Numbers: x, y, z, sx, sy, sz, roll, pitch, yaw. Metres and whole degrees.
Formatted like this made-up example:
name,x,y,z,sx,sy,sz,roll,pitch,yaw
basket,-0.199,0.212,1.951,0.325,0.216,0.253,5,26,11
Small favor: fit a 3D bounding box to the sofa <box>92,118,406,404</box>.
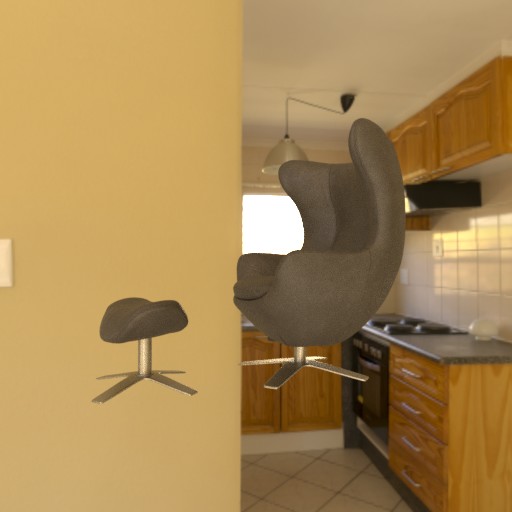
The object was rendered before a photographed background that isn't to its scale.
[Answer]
name,x,y,z,sx,sy,sz,roll,pitch,yaw
sofa,0.000,0.000,2.114,1.444,1.135,0.894,0,-1,-17
